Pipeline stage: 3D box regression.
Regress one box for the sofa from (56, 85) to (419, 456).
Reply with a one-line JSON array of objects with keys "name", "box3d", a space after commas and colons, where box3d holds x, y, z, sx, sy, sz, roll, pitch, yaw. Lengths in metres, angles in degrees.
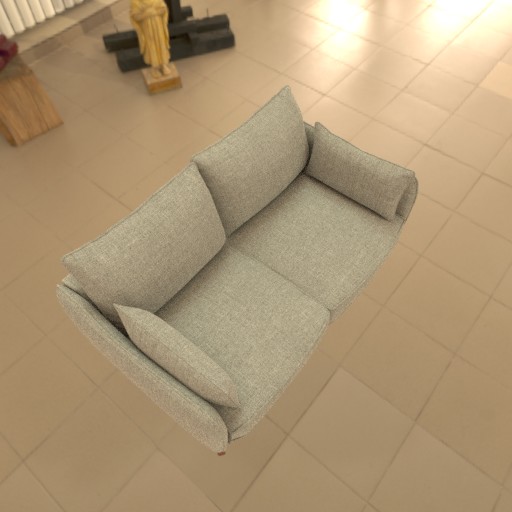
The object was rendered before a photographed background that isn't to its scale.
[{"name": "sofa", "box3d": [0.000, 0.000, 2.149, 0.972, 0.851, 1.580, 34, 63, 20]}]
